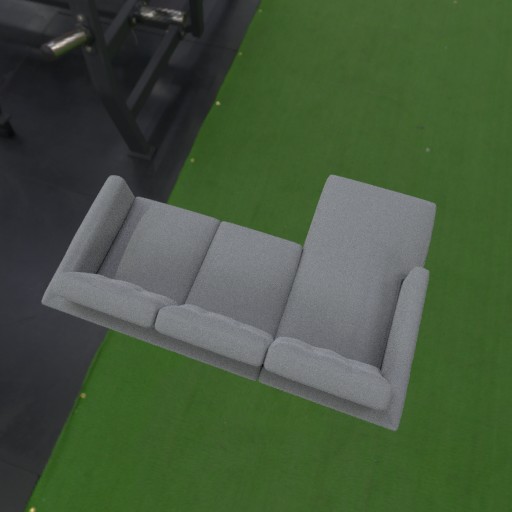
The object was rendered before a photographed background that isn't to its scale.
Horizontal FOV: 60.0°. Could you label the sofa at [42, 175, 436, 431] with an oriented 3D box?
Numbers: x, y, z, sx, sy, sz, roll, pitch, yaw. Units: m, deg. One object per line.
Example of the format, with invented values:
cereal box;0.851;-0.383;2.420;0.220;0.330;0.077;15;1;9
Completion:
sofa;0.000;0.000;2.792;2.040;0.860;1.530;18;66;8
